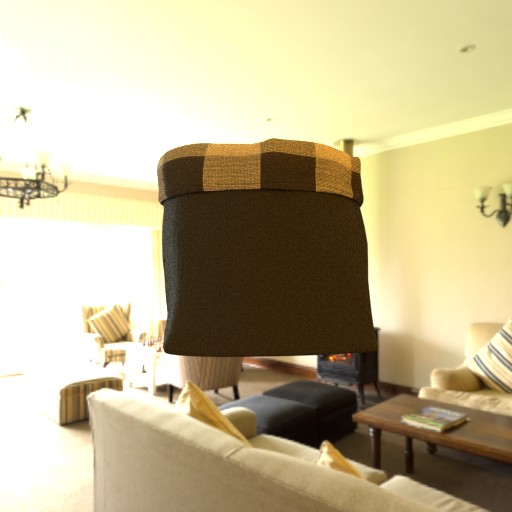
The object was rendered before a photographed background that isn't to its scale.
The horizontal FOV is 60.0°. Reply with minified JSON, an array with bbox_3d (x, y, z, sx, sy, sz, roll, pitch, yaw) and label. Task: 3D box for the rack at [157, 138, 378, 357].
[{"bbox_3d":[0.000,0.000,1.069,0.370,0.329,0.889,0,-2,-2],"label":"rack"}]
